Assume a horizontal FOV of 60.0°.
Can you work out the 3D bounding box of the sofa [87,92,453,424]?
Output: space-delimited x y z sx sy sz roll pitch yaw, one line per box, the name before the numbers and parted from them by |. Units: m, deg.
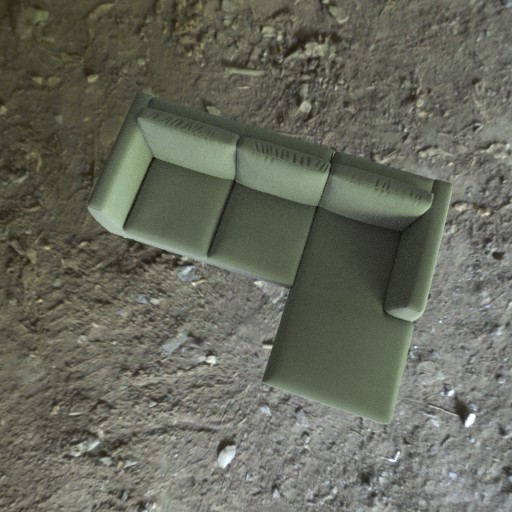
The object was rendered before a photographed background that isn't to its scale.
sofa | 0.000 0.000 3.054 2.300 0.860 1.580 18 76 4
